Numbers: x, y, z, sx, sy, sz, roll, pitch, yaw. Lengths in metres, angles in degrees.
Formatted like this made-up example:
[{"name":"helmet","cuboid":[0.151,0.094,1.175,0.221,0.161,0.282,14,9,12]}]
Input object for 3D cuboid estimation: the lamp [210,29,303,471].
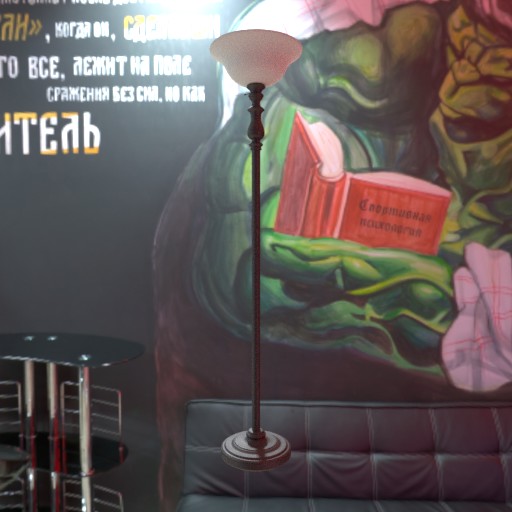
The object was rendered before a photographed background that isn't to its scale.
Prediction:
[{"name":"lamp","cuboid":[0.000,0.000,1.968,0.405,1.797,0.405,1,2,35]}]
